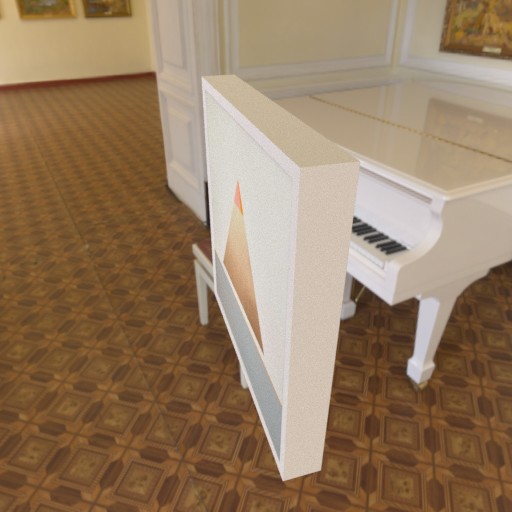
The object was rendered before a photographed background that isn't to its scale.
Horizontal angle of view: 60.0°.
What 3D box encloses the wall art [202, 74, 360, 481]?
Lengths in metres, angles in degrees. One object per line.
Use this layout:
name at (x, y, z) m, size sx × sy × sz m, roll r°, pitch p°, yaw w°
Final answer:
wall art at (0.000, 0.000, 0.461) m, size 0.038 × 0.304 × 0.305 m, roll -9°, pitch 33°, yaw -14°
